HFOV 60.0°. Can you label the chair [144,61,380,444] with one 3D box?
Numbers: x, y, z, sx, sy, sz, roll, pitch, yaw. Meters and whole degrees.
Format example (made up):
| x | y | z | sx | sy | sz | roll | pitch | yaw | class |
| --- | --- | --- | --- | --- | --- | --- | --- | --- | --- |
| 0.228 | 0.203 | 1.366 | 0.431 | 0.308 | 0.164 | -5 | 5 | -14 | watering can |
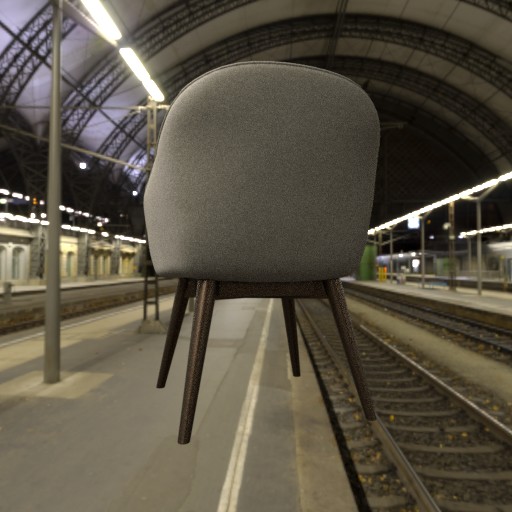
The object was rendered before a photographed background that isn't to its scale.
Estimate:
| x | y | z | sx | sy | sz | roll | pitch | yaw | class |
| --- | --- | --- | --- | --- | --- | --- | --- | --- | --- |
| 0.000 | 0.000 | 1.226 | 0.589 | 0.810 | 0.611 | 0 | -2 | -18 | chair |
